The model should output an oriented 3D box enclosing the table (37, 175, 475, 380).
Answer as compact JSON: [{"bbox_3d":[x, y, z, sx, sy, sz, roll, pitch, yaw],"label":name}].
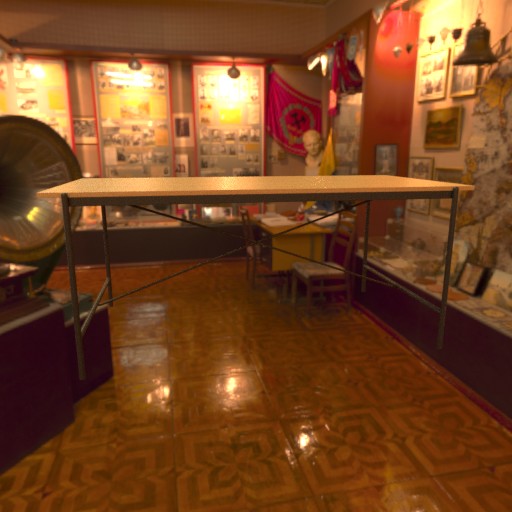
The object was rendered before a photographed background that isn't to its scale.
[{"bbox_3d":[0.000,0.000,2.287,1.800,0.758,0.900,-2,14,-10],"label":"table"}]
